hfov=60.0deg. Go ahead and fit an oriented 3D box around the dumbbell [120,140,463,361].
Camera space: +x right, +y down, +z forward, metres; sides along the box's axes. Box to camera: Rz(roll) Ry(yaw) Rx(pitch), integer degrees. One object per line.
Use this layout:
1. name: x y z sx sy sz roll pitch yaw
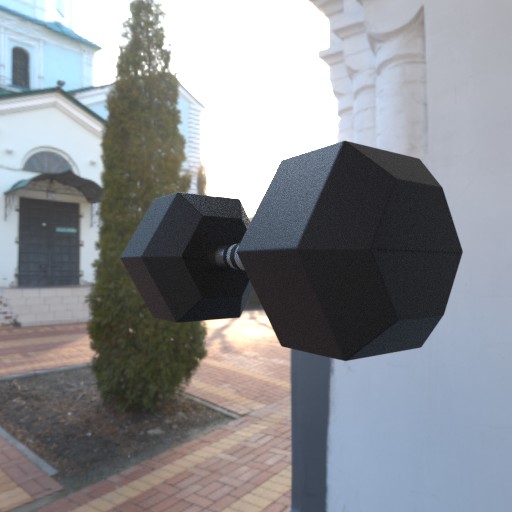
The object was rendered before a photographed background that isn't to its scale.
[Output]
1. dumbbell: 0.000 0.000 0.456 0.173 0.150 0.384 1 -2 -36
